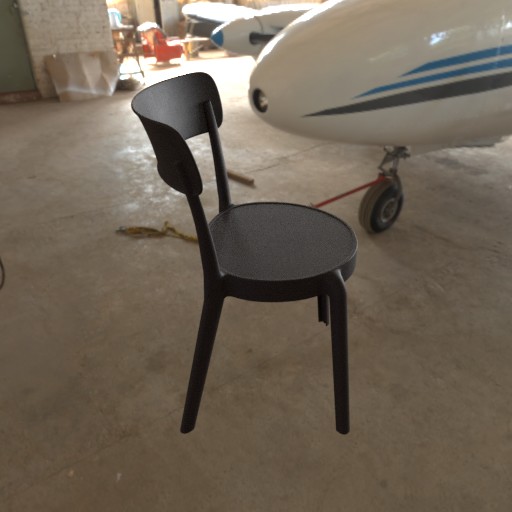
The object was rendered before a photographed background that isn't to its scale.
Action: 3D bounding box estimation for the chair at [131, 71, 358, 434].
[{"bbox_3d":[0.000,0.000,1.114,0.491,0.790,0.506,0,32,1],"label":"chair"}]
